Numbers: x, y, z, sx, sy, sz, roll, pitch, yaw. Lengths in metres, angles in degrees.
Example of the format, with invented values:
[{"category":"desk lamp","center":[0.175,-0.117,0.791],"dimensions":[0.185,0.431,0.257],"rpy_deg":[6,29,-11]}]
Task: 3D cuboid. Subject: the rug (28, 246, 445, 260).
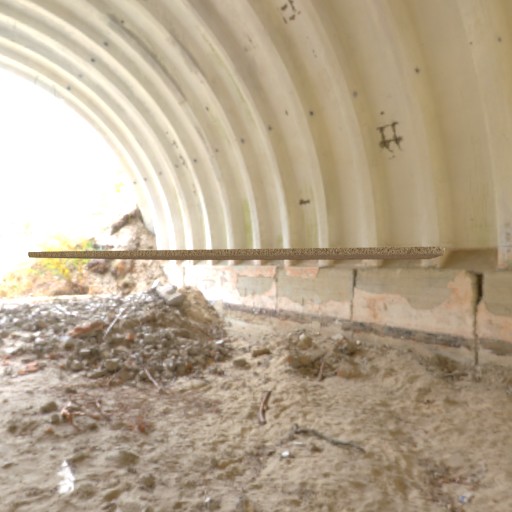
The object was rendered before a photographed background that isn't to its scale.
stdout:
[{"category":"rug","center":[0.000,0.000,2.119],"dimensions":[1.600,0.025,1.199],"rpy_deg":[0,-1,20]}]
